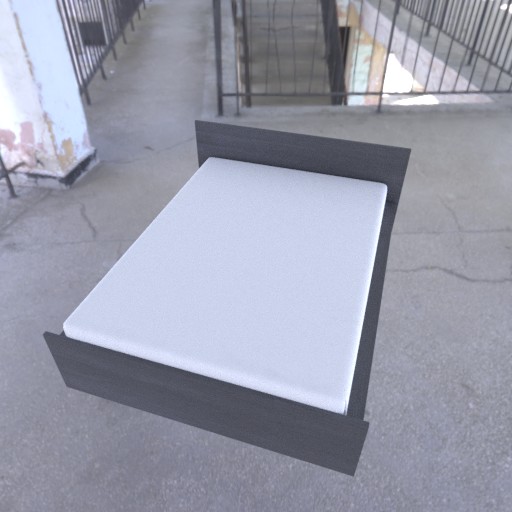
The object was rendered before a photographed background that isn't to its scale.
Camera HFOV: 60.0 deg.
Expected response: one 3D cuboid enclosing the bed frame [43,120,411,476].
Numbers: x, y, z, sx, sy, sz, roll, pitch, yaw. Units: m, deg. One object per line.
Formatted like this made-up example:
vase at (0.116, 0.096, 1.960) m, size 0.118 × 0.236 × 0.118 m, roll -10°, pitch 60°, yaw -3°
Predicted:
bed frame at (0.000, 0.000, 2.787) m, size 1.622 × 0.800 × 1.960 m, roll 12°, pitch 41°, yaw 14°
